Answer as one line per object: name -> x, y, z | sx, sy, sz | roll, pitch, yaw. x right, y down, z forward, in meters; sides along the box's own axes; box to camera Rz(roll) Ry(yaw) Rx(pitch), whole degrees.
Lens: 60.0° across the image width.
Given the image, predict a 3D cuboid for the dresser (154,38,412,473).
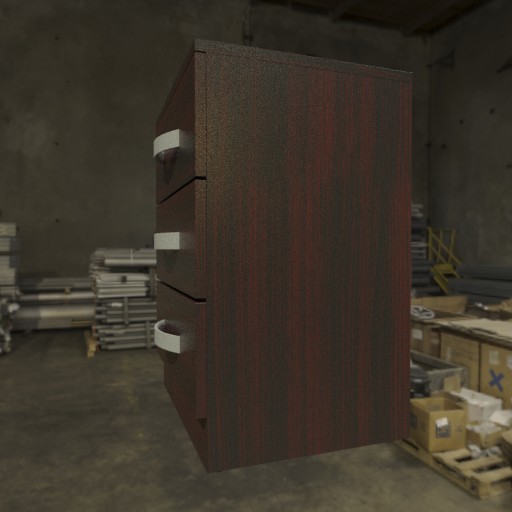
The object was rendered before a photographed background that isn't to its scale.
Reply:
dresser -> 0.000, 0.000, 0.804 | 0.360, 0.560, 0.400 | 0, 1, -20
